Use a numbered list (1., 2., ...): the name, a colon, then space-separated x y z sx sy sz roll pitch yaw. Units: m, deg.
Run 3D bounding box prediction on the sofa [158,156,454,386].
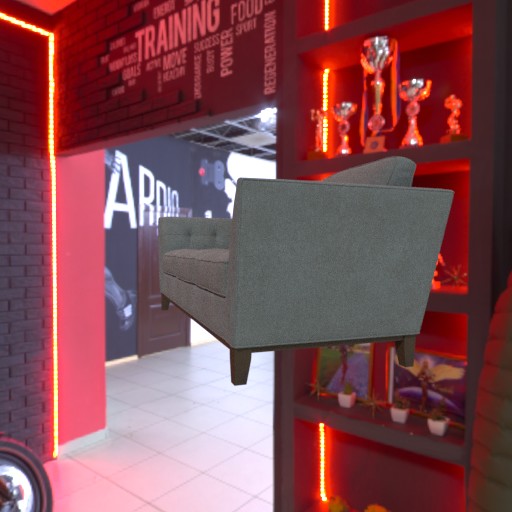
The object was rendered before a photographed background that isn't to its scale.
1. sofa: 0.000 0.000 2.855 0.965 0.940 2.387 0 1 -19
